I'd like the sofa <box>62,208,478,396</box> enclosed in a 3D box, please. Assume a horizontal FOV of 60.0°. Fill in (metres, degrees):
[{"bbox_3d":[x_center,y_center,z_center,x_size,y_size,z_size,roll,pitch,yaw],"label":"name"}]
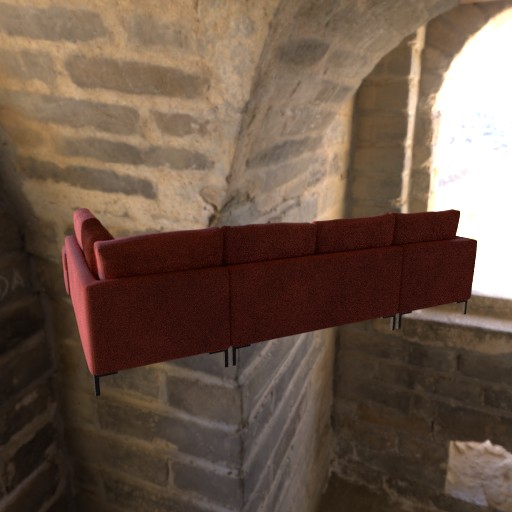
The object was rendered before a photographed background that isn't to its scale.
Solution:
[{"bbox_3d":[0.000,0.000,3.766,2.971,0.858,1.981,-6,15,-25],"label":"sofa"}]
